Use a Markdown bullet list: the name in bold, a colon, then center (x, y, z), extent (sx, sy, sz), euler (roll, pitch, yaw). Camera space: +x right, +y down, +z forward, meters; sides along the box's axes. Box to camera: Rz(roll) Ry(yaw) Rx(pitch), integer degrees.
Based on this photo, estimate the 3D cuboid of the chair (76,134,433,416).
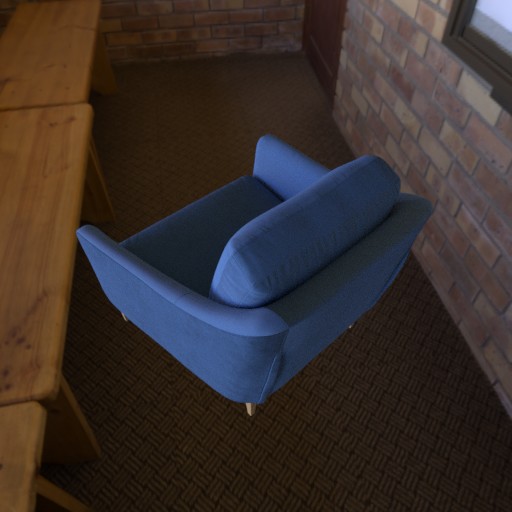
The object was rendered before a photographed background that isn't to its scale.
- **chair**: center (0.000, 0.000, 1.731), extent (0.987, 0.899, 0.961), euler (-34, 55, -28)
